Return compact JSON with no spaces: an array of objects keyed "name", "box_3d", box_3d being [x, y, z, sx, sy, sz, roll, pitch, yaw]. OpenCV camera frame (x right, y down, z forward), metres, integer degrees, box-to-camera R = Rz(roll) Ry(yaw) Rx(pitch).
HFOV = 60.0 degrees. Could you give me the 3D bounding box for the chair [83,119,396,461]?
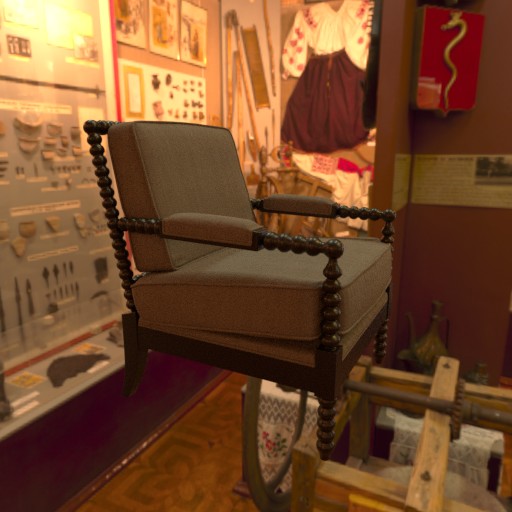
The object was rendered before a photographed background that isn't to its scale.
[{"name":"chair","box_3d":[0.000,0.000,1.123,0.622,0.661,0.540,7,15,27]}]
